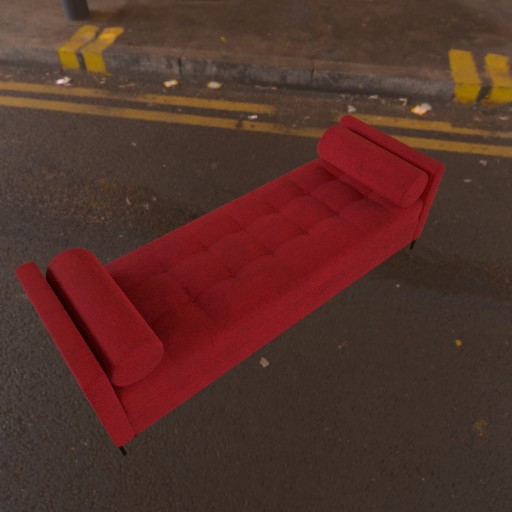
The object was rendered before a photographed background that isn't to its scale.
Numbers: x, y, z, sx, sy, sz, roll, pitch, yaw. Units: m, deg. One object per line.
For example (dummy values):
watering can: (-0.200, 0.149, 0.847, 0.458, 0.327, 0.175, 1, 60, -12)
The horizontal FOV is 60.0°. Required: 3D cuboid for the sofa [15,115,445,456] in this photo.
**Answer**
sofa: (0.000, 0.000, 2.253, 1.981, 0.635, 0.686, -30, 54, -26)
